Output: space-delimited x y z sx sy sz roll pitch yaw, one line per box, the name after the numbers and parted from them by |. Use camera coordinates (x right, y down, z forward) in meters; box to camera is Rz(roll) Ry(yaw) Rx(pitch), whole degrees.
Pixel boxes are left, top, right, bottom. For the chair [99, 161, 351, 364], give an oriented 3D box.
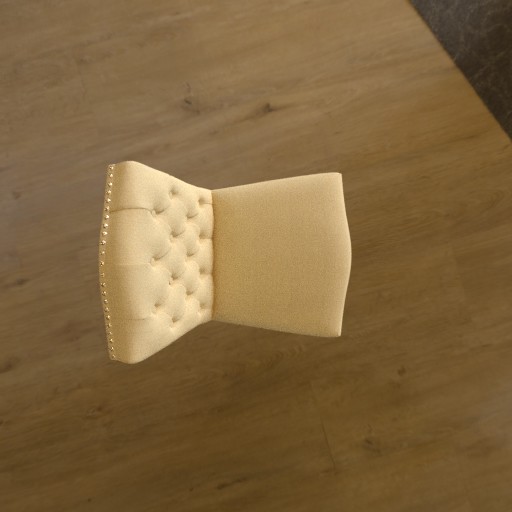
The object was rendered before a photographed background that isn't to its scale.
0.000 0.000 1.561 0.715 1.165 0.623 0 92 -1 | chair
